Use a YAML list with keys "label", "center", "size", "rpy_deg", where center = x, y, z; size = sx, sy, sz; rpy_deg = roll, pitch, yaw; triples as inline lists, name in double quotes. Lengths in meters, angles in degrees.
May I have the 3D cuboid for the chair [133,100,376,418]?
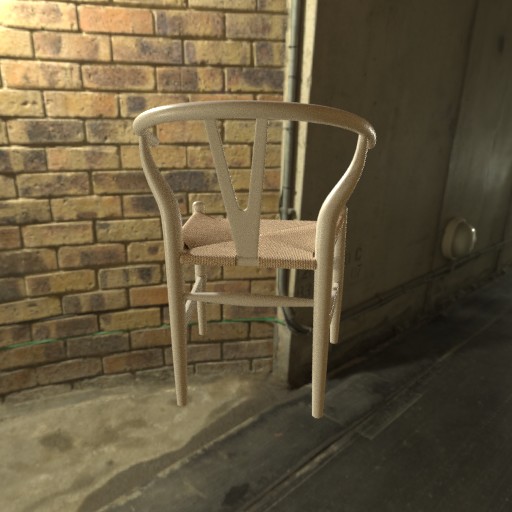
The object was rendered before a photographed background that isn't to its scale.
- label: "chair"
  center: [0.000, 0.000, 1.148]
  size: [0.569, 0.730, 0.579]
  rpy_deg: [2, 16, 8]
